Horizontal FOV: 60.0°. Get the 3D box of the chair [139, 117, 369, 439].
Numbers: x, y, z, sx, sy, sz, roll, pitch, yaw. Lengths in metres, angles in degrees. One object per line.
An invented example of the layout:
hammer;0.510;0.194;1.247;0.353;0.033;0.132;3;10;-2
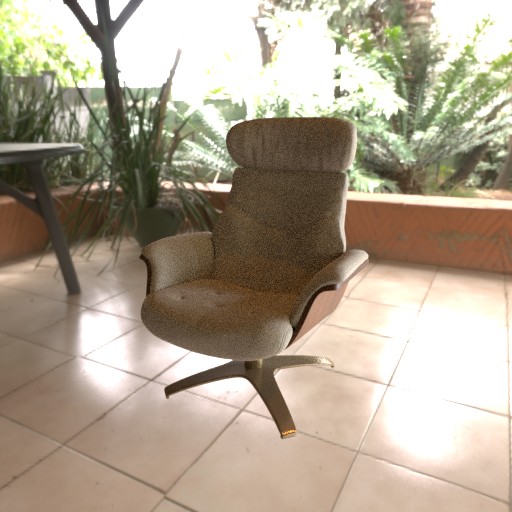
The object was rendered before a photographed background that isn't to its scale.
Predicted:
chair;0.000;0.000;1.641;0.785;0.995;0.837;8;18;26
